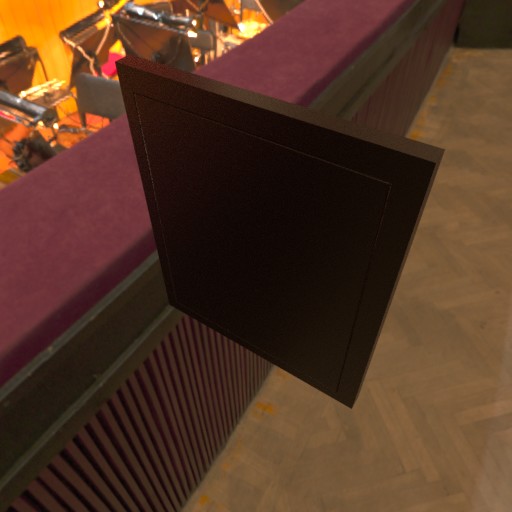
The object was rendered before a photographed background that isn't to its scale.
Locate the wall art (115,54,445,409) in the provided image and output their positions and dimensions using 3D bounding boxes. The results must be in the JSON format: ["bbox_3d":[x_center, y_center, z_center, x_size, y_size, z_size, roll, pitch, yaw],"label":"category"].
[{"bbox_3d":[0.000,0.000,0.750,0.461,0.558,0.031,25,51,23],"label":"wall art"}]
